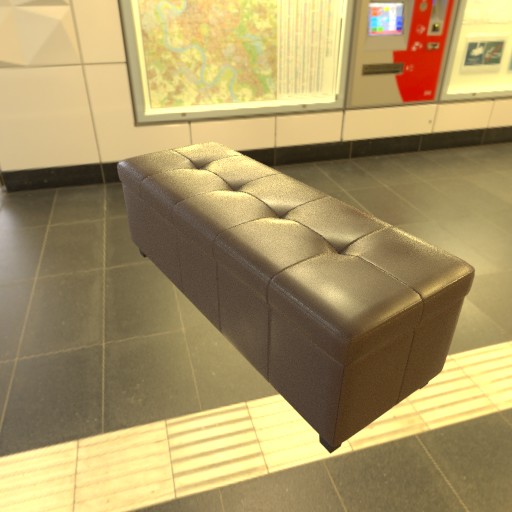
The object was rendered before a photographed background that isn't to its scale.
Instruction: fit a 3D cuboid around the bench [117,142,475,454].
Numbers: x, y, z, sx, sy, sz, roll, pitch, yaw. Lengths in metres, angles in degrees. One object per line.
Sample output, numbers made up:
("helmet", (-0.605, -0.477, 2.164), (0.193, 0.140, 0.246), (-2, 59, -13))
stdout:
("bench", (0.000, 0.000, 1.450), (0.450, 0.417, 1.219), (-20, 37, -30))
